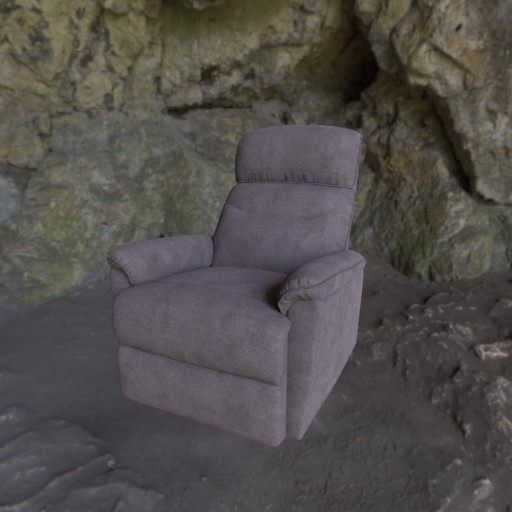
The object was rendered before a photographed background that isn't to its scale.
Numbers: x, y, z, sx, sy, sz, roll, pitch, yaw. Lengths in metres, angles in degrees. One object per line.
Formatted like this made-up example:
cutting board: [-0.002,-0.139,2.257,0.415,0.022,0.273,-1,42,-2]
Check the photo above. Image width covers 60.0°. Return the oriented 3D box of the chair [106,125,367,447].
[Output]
chair: [0.000,0.000,1.777,0.830,1.036,1.009,7,16,26]
